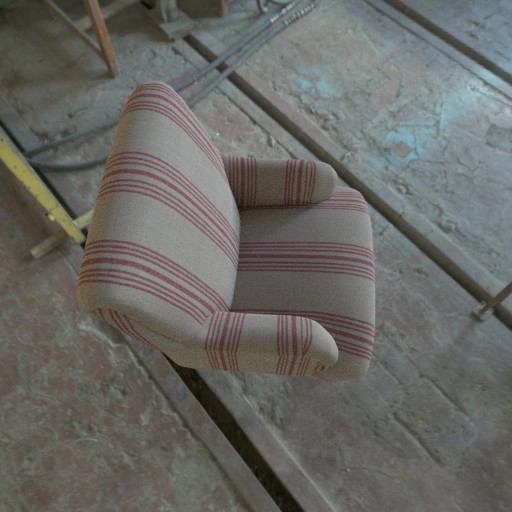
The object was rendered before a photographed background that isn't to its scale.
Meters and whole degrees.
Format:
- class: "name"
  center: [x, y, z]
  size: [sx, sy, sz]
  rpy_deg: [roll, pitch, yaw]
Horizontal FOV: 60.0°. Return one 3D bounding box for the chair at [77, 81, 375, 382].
- class: "chair"
  center: [0.000, 0.000, 1.896]
  size: [1.058, 1.123, 0.933]
  rpy_deg: [4, 65, 2]
